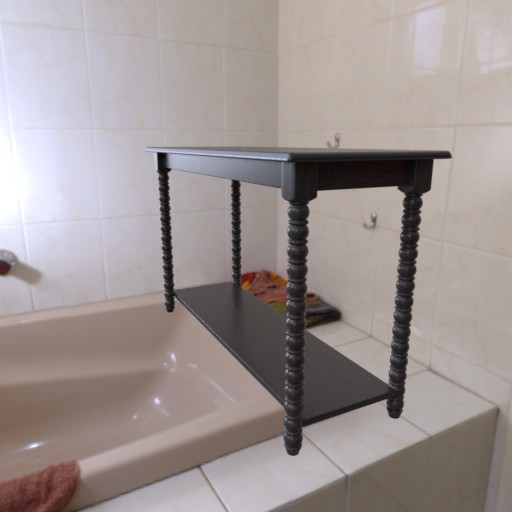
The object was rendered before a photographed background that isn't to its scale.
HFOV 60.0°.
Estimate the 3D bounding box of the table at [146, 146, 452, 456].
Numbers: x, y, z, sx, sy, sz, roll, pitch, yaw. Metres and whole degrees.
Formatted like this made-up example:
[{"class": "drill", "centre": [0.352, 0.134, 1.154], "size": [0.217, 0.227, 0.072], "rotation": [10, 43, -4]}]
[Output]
[{"class": "table", "centre": [0.000, 0.000, 1.556], "size": [0.459, 0.735, 1.184], "rotation": [-7, 16, -26]}]
